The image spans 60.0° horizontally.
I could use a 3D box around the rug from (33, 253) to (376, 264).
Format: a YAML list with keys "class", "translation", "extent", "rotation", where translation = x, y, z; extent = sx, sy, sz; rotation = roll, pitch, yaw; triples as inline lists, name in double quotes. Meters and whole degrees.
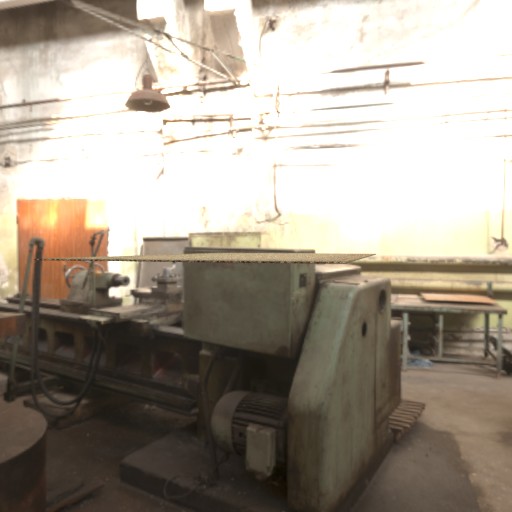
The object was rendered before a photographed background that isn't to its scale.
- class: "rug"
  translation: [0.000, 0.000, 3.099]
  extent: [1.544, 0.010, 2.435]
  rotation: [0, 1, 18]
